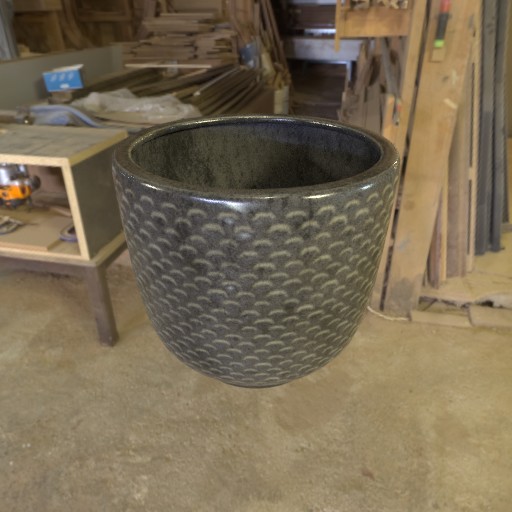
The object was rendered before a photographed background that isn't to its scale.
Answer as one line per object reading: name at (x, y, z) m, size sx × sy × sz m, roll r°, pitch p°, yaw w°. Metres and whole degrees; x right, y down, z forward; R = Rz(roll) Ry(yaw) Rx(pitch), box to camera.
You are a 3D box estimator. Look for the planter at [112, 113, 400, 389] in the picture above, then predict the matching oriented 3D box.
planter at (0.000, 0.000, 0.252) m, size 0.140 × 0.129 × 0.140 m, roll 0°, pitch 30°, yaw 0°
